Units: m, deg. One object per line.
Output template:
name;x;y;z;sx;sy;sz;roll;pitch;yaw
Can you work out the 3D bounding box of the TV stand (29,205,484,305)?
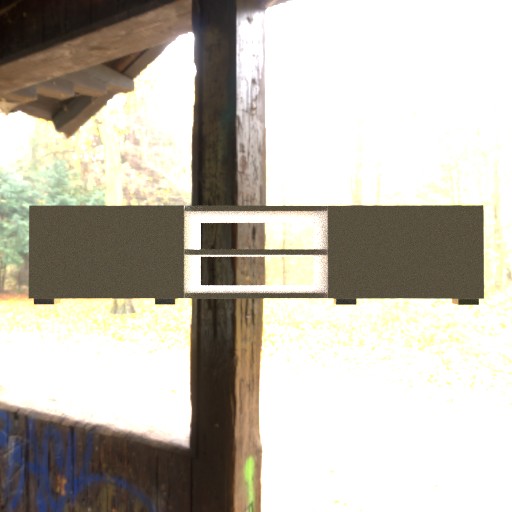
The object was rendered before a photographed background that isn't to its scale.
TV stand;0.000;0.000;1.570;1.400;0.310;0.420;0;-1;0
